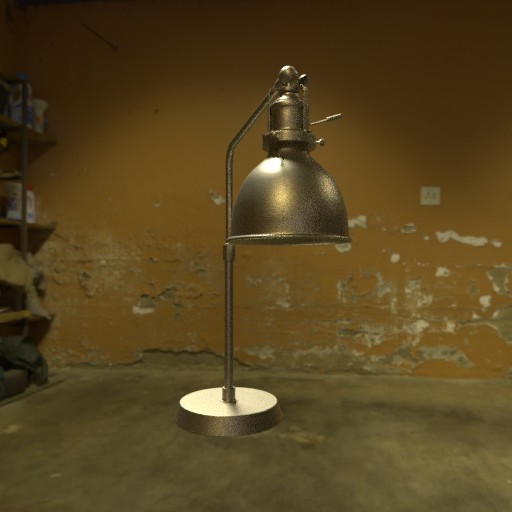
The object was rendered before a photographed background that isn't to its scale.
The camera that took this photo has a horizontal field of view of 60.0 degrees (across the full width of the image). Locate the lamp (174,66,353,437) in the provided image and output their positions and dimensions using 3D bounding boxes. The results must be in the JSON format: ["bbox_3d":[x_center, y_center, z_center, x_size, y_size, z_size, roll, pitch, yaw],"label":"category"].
[{"bbox_3d":[0.000,0.000,0.586,0.153,0.456,0.286,1,-2,-36],"label":"lamp"}]
